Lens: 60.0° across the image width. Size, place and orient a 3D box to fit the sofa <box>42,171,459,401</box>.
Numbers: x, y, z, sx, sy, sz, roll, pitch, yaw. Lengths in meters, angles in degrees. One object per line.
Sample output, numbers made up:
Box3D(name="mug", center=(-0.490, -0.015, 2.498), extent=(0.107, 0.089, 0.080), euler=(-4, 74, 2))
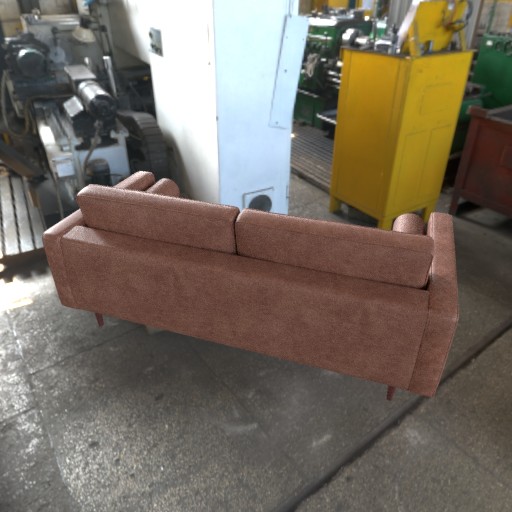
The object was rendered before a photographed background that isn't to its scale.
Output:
Box3D(name="sofa", center=(0.000, 0.000, 2.293), extent=(1.870, 0.760, 0.910), euler=(10, 34, 16))
